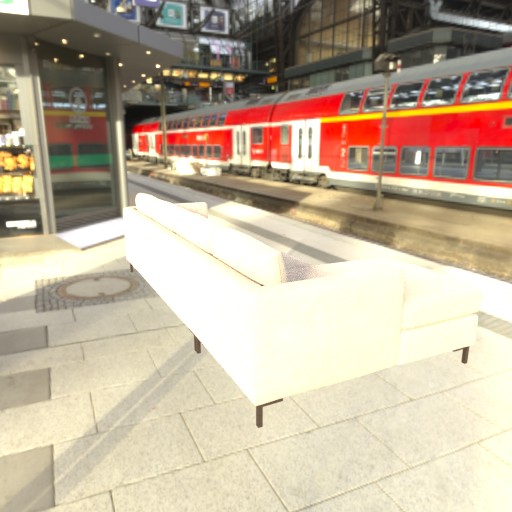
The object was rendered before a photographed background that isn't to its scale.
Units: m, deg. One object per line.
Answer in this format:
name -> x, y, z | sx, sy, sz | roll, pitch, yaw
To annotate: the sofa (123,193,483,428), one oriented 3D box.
sofa -> 0.000, 0.000, 3.461 | 1.469, 0.816, 2.923 | -7, 16, -26
